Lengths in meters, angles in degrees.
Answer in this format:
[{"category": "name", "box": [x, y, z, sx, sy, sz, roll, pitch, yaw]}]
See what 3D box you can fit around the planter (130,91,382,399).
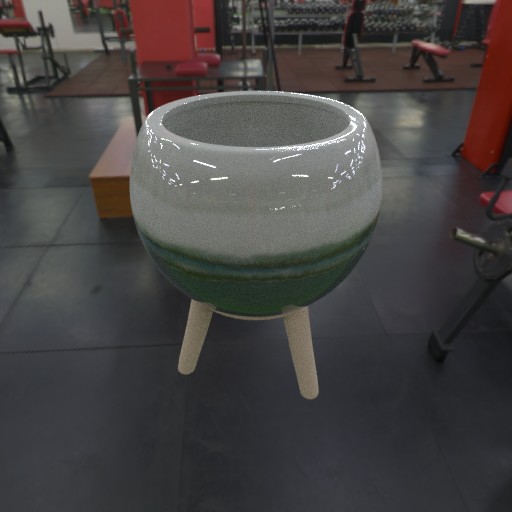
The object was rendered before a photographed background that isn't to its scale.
[{"category": "planter", "box": [0.000, 0.000, 0.442, 0.222, 0.278, 0.222, 0, 33, 0]}]
